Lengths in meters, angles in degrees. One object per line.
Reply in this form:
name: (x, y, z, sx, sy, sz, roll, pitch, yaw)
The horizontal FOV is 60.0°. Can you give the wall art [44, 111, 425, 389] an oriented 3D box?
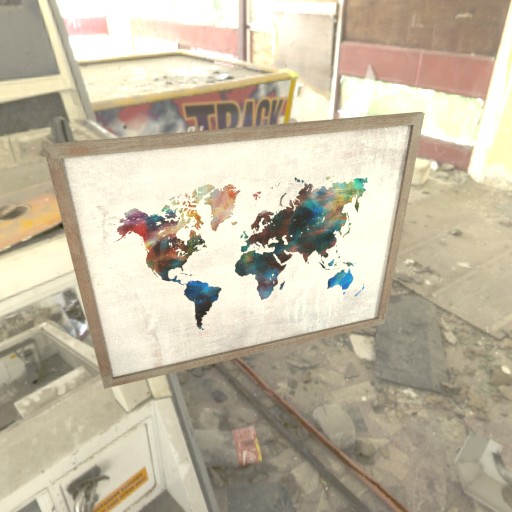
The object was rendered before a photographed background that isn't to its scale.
wall art: (0.000, 0.000, 1.339, 1.012, 0.774, 0.019, -10, 32, -16)
